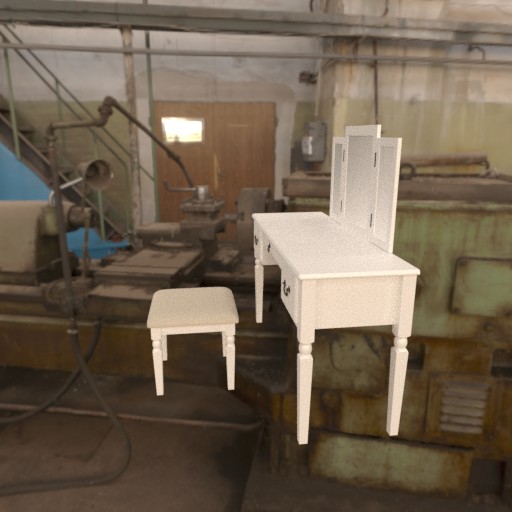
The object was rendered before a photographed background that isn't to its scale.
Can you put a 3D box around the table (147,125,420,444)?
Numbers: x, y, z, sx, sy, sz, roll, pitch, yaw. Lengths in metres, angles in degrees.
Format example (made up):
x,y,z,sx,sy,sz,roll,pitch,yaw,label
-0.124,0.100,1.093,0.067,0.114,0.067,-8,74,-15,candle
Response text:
x,y,z,sx,sy,sz,roll,pitch,yaw,label
0.000,0.000,2.318,1.115,1.310,1.369,-2,15,-8,table
